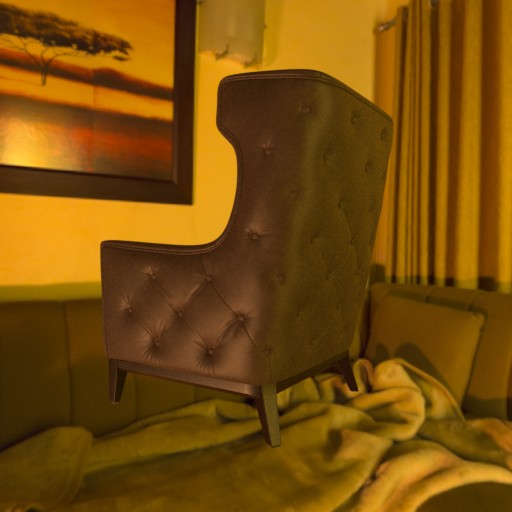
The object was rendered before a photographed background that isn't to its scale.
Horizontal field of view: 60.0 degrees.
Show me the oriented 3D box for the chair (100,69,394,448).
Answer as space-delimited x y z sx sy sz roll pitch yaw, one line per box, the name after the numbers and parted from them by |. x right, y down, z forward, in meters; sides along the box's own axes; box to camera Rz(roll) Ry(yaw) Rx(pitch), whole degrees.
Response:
0.000 0.000 1.660 0.899 1.079 0.769 1 2 35 | chair
